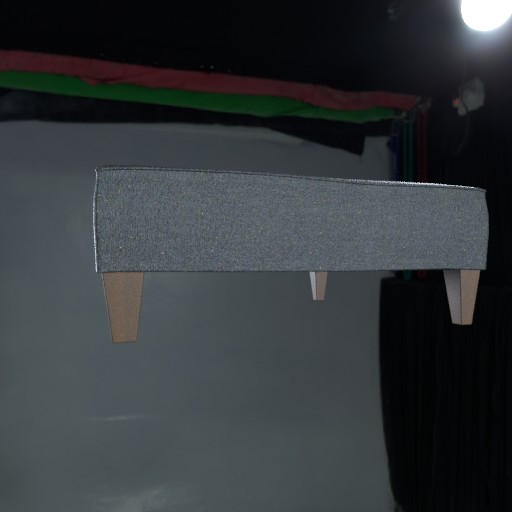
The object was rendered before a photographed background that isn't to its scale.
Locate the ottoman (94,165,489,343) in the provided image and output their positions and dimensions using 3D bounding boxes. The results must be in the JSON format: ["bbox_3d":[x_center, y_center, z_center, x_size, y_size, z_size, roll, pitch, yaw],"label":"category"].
[{"bbox_3d":[0.000,0.000,1.485,1.004,0.382,0.968,0,-1,-18],"label":"ottoman"}]
